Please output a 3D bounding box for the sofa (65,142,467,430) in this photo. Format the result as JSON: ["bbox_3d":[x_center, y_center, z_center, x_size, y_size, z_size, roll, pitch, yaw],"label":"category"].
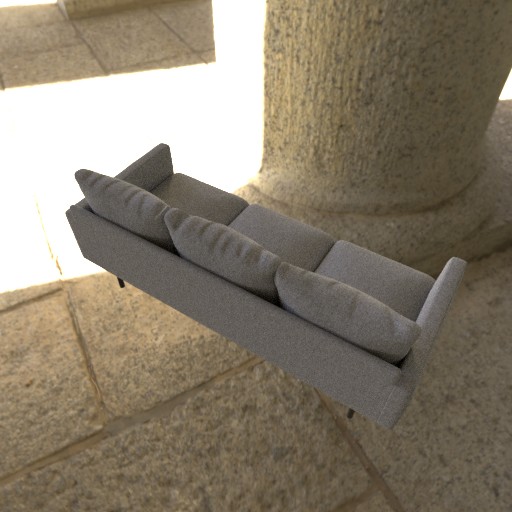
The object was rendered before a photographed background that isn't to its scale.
[{"bbox_3d":[0.000,0.000,2.452,2.000,0.830,0.850,25,52,21],"label":"sofa"}]
